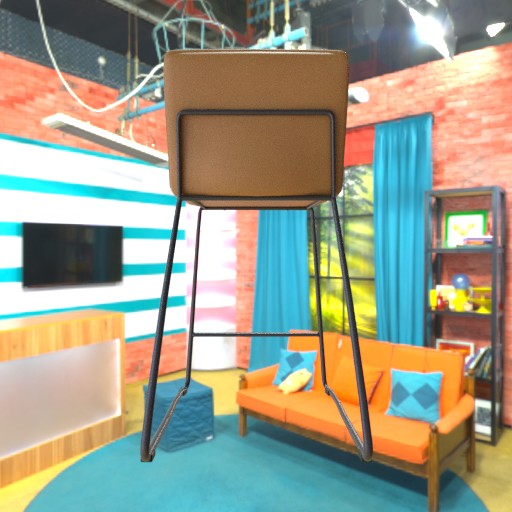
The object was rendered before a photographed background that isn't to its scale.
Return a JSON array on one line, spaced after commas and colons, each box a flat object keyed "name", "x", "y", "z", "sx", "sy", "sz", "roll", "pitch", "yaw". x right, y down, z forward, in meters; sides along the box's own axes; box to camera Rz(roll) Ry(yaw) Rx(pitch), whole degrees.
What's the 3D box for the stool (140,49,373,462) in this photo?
[{"name": "stool", "x": 0.000, "y": 0.000, "z": 1.162, "sx": 0.489, "sy": 0.866, "sz": 0.524, "roll": 0, "pitch": 1, "yaw": 0}]
